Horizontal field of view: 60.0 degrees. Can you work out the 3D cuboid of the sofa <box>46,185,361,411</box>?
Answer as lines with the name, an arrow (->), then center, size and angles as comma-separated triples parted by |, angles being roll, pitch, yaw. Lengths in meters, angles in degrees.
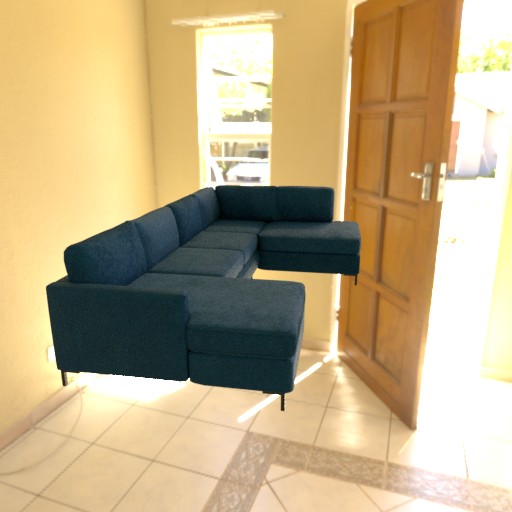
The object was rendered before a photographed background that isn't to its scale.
sofa -> 0.000, 0.000, 4.246 | 2.055, 0.992, 3.434 | 3, 16, 10
